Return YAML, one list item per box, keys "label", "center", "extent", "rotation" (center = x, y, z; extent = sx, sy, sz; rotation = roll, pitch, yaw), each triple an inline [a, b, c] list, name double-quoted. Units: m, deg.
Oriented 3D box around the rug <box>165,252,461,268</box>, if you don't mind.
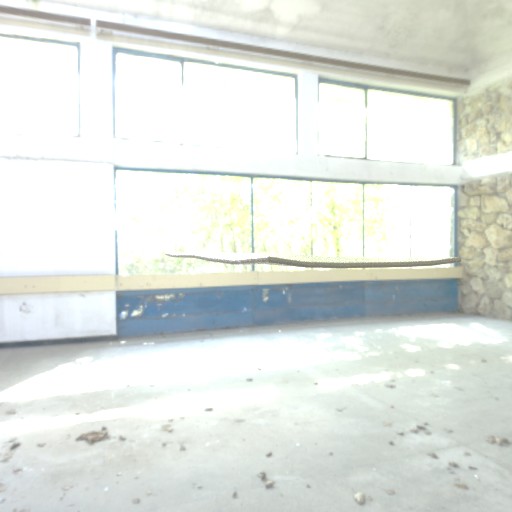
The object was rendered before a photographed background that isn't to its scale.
- label: "rug"
  center: [0.000, 0.000, 2.649]
  extent: [0.752, 0.051, 2.452]
  rotation: [0, 1, -19]
